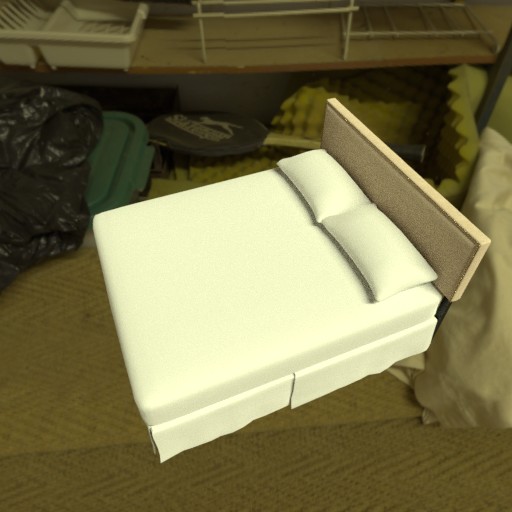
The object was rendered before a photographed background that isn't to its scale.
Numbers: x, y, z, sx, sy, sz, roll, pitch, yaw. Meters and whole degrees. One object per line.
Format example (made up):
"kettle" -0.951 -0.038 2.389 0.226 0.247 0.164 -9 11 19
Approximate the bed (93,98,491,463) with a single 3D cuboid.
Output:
"bed" 0.000 0.000 2.815 1.876 1.016 1.616 -17 49 -15
